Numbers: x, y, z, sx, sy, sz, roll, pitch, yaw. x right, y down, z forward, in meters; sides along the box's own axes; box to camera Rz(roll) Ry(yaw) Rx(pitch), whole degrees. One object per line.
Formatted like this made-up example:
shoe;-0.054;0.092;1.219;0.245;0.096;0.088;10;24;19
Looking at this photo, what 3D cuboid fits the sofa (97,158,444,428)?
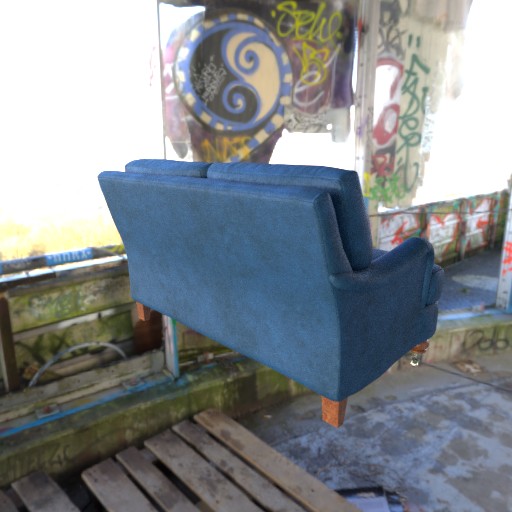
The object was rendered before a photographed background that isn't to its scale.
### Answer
sofa;0.000;0.000;2.602;1.084;1.101;1.853;-13;19;-42
